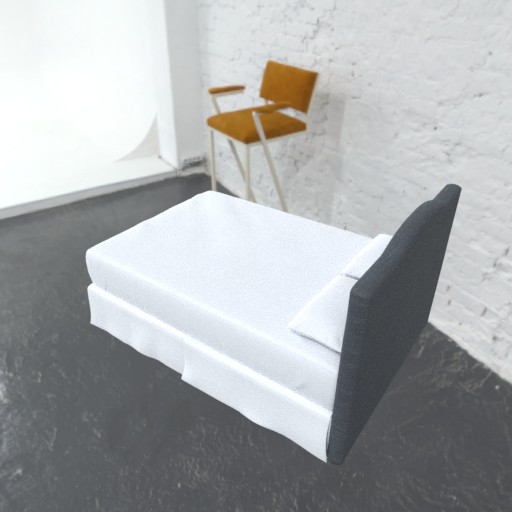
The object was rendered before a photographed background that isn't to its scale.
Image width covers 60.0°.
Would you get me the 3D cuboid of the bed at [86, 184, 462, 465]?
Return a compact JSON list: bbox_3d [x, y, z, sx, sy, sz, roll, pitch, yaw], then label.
[{"bbox_3d":[0.000,0.000,3.602,2.507,1.441,1.747,21,37,30],"label":"bed"}]
